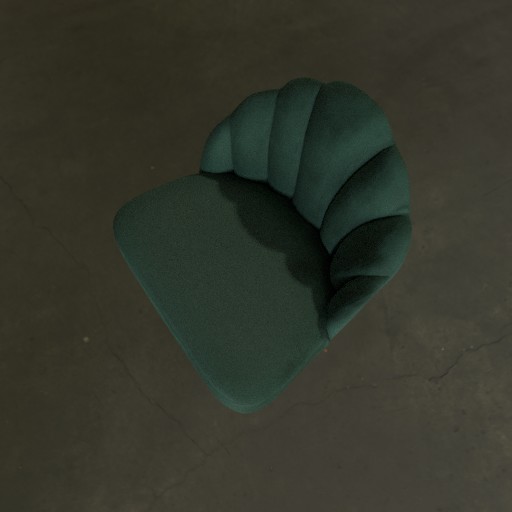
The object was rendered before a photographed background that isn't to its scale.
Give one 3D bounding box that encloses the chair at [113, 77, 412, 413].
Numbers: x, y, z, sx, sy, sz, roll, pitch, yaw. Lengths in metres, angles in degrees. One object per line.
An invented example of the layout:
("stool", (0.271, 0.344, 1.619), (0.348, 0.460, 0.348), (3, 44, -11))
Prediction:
("chair", (0.000, 0.000, 1.218), (0.599, 0.819, 0.657), (-32, 66, -16))
